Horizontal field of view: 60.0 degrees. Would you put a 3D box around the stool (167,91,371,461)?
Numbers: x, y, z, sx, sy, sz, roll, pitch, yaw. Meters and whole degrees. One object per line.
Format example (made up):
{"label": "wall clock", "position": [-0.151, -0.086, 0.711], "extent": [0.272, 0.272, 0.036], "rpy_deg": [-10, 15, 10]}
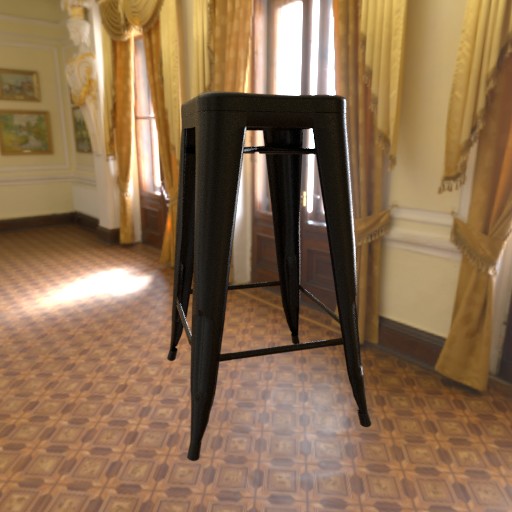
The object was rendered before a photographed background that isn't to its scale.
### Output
{"label": "stool", "position": [0.000, 0.000, 0.914], "extent": [0.423, 0.609, 0.455], "rpy_deg": [-8, 17, -26]}
